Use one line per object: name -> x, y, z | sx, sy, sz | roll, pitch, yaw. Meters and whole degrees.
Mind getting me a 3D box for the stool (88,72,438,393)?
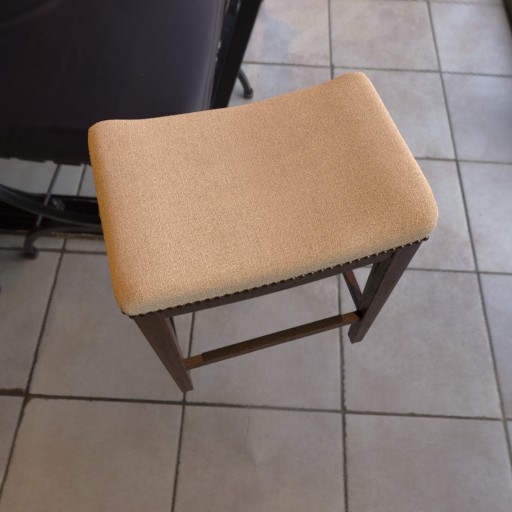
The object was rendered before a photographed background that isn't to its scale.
stool -> 0.000, 0.000, 0.976 | 0.509, 0.669, 0.363 | -14, 66, -7
